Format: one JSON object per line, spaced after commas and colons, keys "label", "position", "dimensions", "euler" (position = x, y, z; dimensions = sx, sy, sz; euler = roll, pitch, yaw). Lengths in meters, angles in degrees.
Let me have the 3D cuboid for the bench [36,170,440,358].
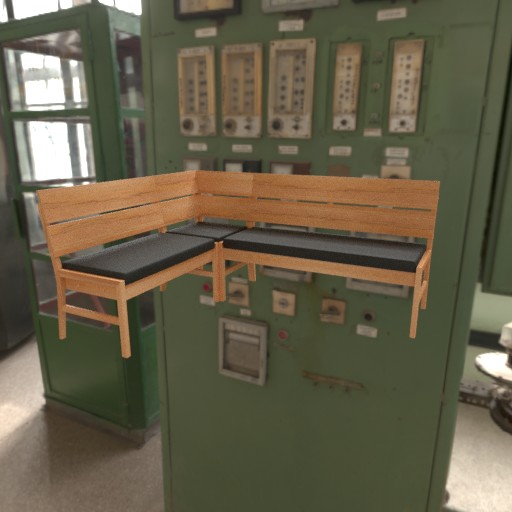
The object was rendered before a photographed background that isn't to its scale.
{"label": "bench", "position": [0.000, 0.000, 2.807], "dimensions": [1.948, 0.890, 1.548], "euler": [8, 17, 26]}
